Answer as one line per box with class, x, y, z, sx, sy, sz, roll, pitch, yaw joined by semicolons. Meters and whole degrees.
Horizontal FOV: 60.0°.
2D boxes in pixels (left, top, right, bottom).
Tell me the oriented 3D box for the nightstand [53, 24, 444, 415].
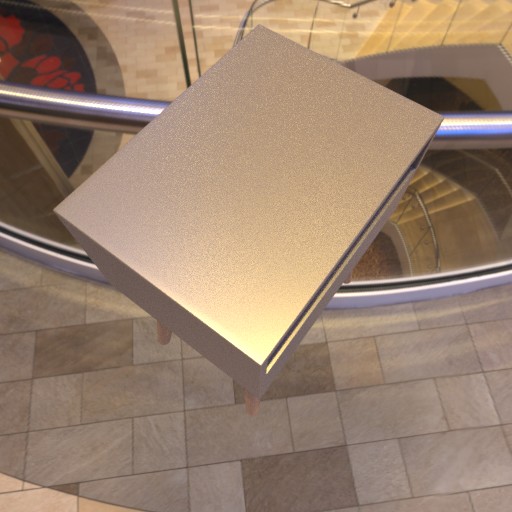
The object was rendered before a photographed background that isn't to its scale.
nightstand;0.000;0.000;0.731;0.288;0.508;0.370;34;69;15
